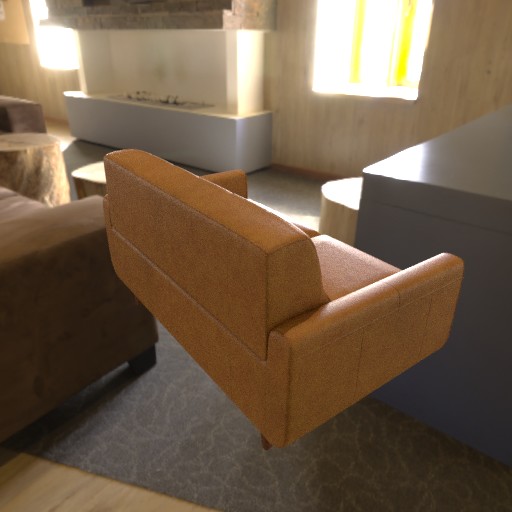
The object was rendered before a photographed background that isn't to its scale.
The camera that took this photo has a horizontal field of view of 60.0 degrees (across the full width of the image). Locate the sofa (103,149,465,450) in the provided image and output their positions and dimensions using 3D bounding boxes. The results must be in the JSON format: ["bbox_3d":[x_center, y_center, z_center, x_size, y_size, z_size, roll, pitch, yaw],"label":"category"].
[{"bbox_3d":[0.000,0.000,2.207,0.952,0.925,1.651,-18,32,-32],"label":"sofa"}]
